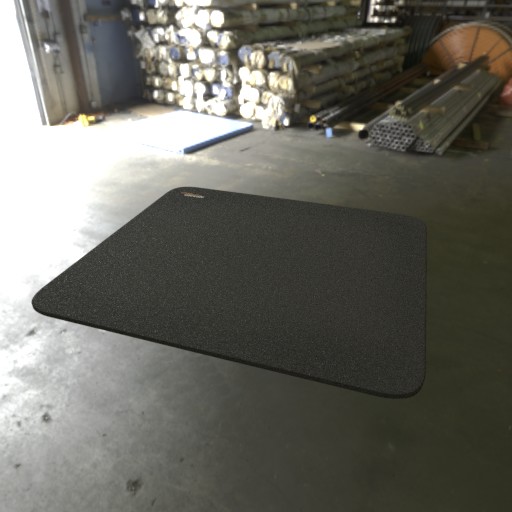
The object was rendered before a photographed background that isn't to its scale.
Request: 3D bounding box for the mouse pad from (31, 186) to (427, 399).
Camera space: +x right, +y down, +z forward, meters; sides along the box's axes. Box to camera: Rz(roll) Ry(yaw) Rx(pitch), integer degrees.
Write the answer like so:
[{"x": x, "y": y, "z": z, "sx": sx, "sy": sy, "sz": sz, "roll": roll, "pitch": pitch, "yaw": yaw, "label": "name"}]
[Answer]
[{"x": 0.000, "y": 0.000, "z": 0.314, "sx": 0.229, "sy": 0.003, "sz": 0.203, "roll": 10, "pitch": 32, "yaw": 16, "label": "mouse pad"}]
